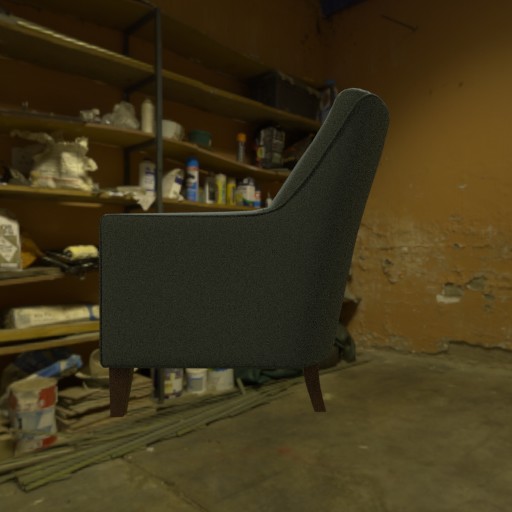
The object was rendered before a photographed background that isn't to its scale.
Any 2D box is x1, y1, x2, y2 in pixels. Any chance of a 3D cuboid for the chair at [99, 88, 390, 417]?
[{"bbox_3d":[0.000,0.000,1.572,0.879,0.916,0.756,0,0,2],"label":"chair"}]
